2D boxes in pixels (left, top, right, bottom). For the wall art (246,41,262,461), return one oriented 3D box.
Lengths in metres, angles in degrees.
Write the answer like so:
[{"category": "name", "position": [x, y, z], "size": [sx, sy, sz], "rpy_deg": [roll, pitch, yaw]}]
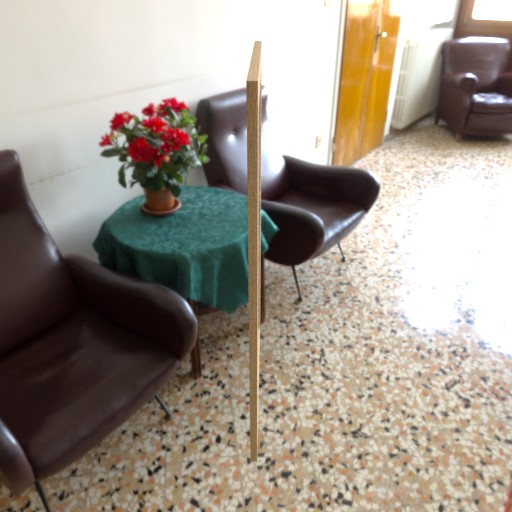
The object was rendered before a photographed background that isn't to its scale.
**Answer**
[{"category": "wall art", "position": [0.000, 0.000, 0.824], "size": [0.013, 0.683, 0.381], "rpy_deg": [1, 32, 1]}]
